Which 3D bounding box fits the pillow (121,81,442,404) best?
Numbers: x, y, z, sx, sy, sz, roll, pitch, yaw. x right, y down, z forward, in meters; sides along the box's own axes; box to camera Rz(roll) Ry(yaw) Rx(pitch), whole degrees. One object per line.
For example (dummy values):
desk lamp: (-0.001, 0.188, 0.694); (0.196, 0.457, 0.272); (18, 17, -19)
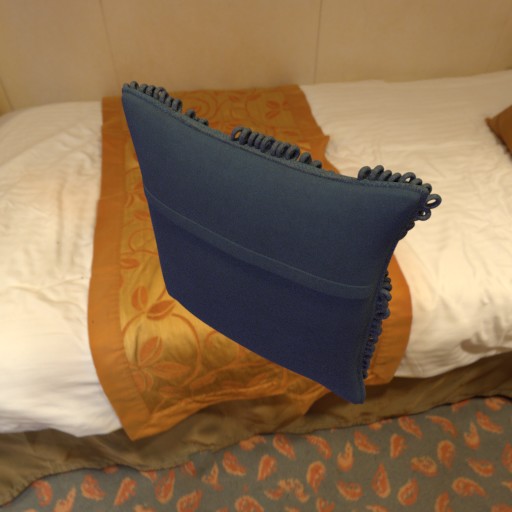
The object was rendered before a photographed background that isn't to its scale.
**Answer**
pillow: (0.000, 0.000, 0.712); (0.469, 0.466, 0.172); (26, 51, 23)
